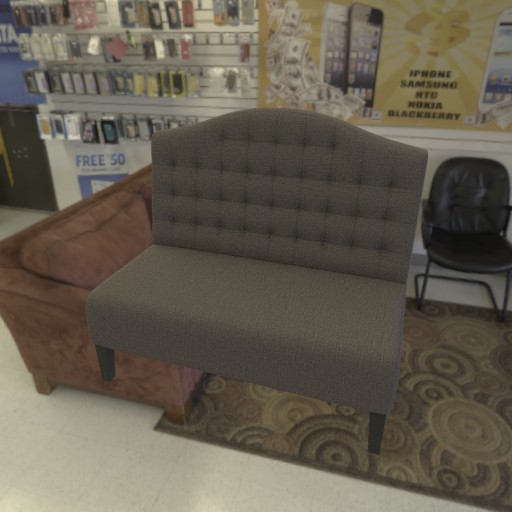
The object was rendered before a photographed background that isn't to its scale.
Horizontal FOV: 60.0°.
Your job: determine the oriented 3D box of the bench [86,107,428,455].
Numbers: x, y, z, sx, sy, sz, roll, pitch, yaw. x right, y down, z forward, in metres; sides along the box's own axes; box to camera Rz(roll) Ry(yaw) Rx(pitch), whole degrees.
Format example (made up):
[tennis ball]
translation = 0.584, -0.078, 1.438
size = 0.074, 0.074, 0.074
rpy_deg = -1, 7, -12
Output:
[bench]
translation = 0.000, 0.000, 1.998
size = 1.335, 1.180, 0.815
rpy_deg = 9, 28, 17
